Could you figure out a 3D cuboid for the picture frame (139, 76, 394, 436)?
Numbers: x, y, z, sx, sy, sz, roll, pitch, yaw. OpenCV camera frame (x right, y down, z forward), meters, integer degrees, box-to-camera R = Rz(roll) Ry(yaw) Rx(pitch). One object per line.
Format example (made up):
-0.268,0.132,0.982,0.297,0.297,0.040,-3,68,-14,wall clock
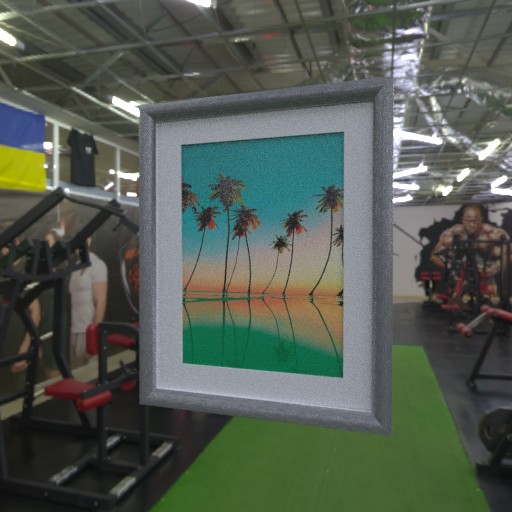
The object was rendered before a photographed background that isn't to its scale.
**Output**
0.000,0.000,0.769,0.454,0.559,0.029,0,1,18,picture frame
